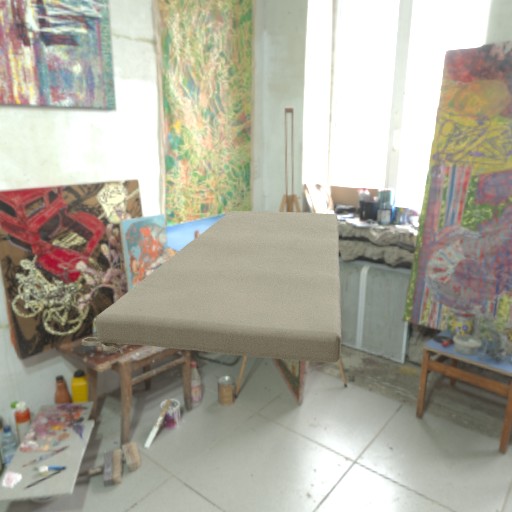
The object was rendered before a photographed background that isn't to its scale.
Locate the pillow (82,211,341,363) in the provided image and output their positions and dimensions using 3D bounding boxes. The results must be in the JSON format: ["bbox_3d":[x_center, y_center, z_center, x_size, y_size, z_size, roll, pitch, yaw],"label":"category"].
[{"bbox_3d":[0.000,0.000,1.335,0.492,0.081,1.187,3,16,9],"label":"pillow"}]
